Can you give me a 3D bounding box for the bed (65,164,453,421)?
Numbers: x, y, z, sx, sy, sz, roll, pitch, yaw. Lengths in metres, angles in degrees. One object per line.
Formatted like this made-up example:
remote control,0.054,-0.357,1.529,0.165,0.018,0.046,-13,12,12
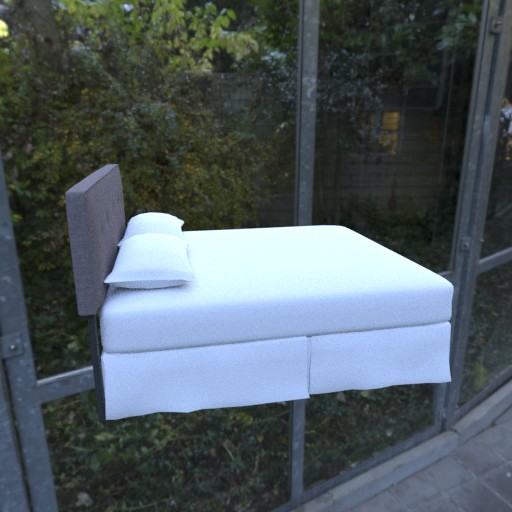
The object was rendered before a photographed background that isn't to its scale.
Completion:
bed,0.000,0.000,2.828,1.894,1.089,1.610,-3,16,-11
